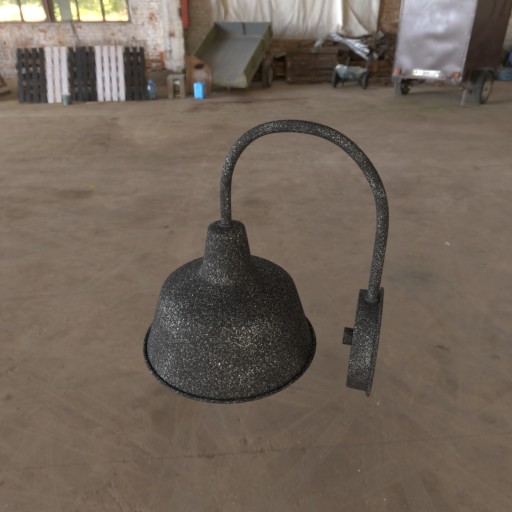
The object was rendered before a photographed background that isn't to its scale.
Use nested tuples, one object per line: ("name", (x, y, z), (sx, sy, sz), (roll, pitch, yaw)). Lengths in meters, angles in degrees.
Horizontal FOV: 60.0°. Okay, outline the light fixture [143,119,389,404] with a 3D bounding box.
("light fixture", (0.000, 0.000, 0.491), (0.283, 0.300, 0.216), (8, 30, 14))
